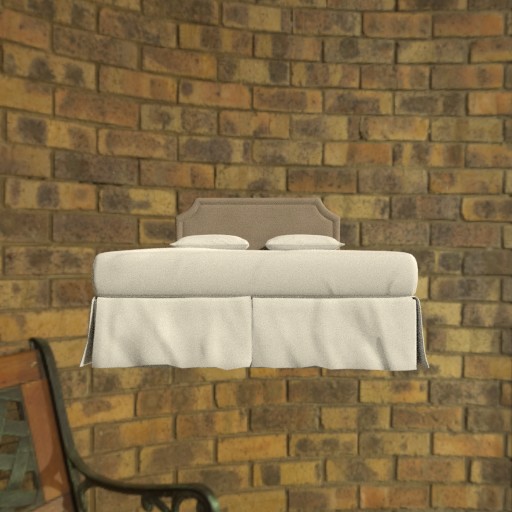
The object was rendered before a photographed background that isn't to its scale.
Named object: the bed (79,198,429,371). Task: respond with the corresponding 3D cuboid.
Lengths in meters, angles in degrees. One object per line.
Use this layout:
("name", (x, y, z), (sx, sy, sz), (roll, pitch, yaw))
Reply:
("bed", (0.000, 0.000, 3.696), (1.977, 1.293, 2.498), (0, 0, 1))
